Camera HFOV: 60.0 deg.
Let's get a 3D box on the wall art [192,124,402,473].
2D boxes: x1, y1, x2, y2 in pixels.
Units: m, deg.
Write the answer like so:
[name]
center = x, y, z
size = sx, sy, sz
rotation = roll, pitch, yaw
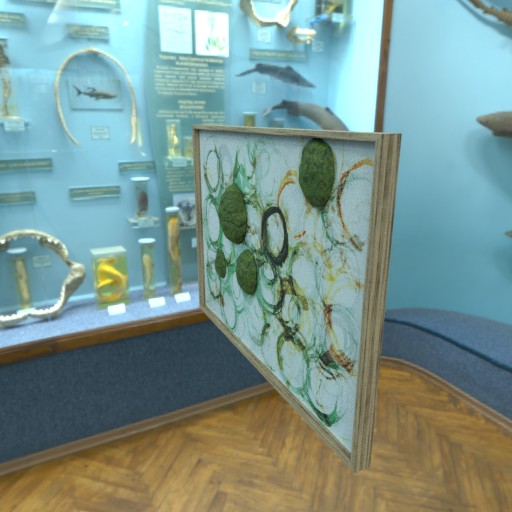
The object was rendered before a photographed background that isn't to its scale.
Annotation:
[wall art]
center = 0.000, 0.000, 1.095
size = 0.063, 0.609, 0.841
rotation = -9, 19, -25
